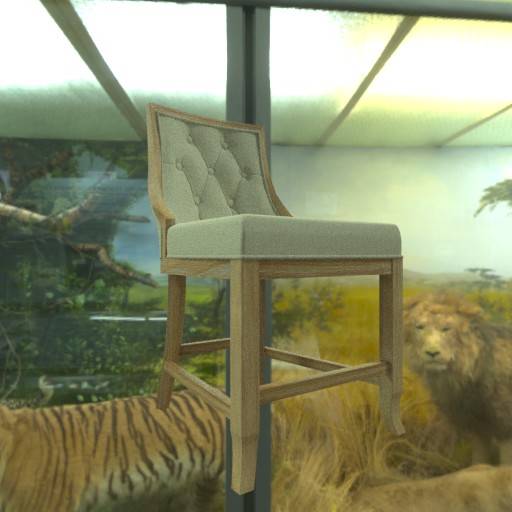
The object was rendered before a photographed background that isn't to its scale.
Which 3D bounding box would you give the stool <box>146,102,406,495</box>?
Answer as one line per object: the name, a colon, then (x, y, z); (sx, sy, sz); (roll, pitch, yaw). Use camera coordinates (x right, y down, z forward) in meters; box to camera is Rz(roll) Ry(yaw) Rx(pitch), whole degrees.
stool: (0.000, 0.000, 1.269); (0.524, 0.938, 0.626); (0, 0, -36)
